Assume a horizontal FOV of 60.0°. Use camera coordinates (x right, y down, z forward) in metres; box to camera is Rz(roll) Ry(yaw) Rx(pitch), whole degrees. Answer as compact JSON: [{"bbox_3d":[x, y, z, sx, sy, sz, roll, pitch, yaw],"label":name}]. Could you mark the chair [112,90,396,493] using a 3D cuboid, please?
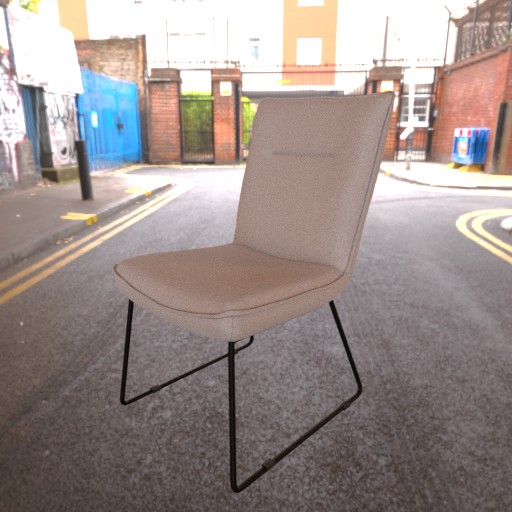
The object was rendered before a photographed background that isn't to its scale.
[{"bbox_3d":[0.000,0.000,1.305,0.515,0.930,0.688,15,21,41],"label":"chair"}]
